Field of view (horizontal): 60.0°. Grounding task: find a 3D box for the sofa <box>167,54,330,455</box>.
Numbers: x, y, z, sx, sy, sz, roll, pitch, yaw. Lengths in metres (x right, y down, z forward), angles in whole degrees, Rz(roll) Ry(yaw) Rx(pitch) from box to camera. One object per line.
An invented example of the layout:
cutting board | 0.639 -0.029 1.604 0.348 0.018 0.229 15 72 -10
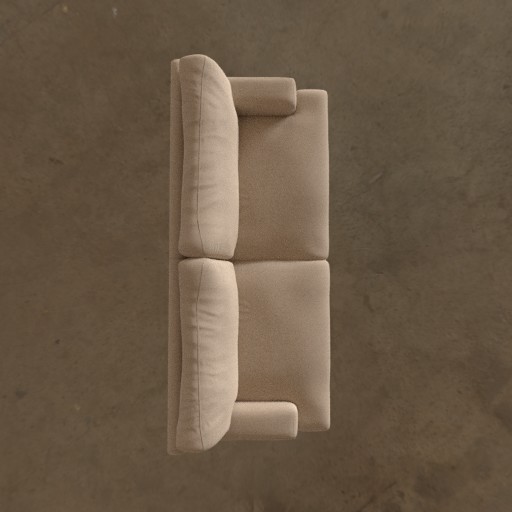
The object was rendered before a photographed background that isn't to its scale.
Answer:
sofa | 0.000 0.000 2.659 0.929 0.925 2.147 0 87 0
